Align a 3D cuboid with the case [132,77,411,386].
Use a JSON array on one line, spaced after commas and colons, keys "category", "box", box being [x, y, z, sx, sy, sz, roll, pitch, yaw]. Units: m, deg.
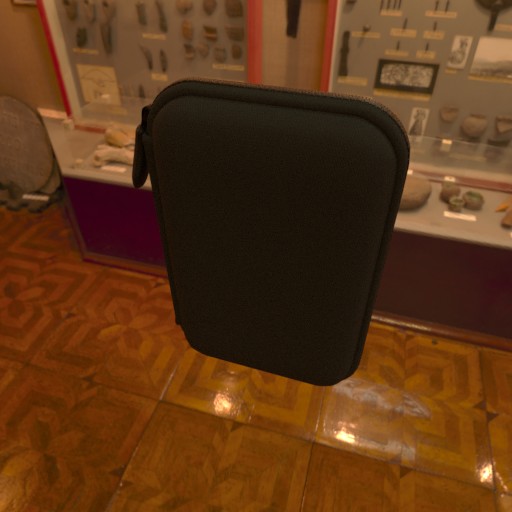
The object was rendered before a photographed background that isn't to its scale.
[{"category": "case", "box": [0.000, 0.000, 0.194, 0.107, 0.147, 0.030, 12, 42, 14]}]
